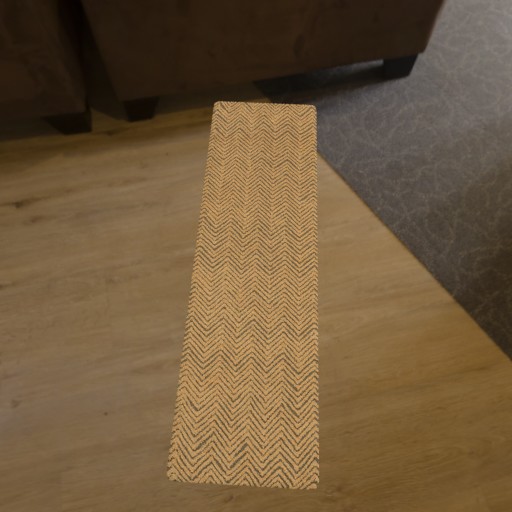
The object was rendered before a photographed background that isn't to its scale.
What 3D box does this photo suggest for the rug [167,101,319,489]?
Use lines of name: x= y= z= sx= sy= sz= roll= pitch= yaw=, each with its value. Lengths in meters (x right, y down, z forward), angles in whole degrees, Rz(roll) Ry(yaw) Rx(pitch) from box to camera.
rug: x=0.000 y=0.000 z=2.482 sx=0.686 sy=0.008 sz=2.286 roll=3 pitch=64 yaw=1
